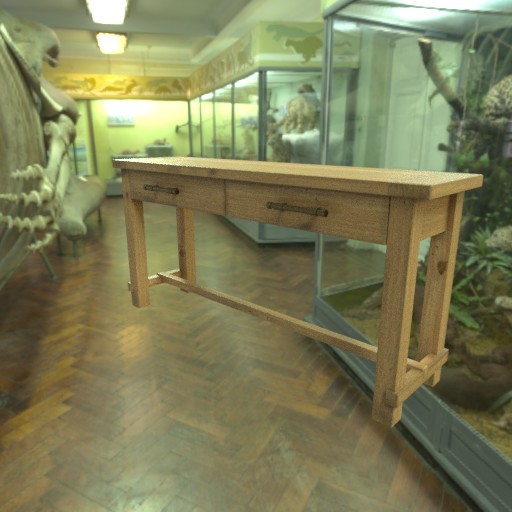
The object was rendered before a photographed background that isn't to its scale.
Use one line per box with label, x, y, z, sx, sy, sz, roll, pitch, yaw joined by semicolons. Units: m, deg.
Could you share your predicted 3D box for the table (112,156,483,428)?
table;0.000;0.000;1.900;1.599;0.762;0.442;14;21;41
